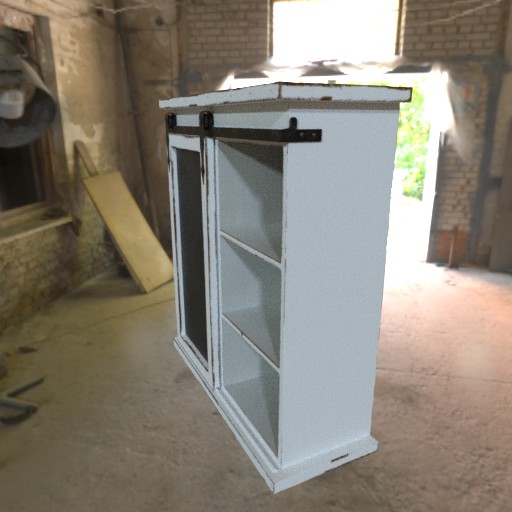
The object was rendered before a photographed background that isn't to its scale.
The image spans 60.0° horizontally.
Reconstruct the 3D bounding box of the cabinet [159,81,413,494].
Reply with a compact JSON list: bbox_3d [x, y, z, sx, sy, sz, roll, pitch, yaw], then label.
[{"bbox_3d":[0.000,0.000,0.881,0.210,0.603,0.541,-8,19,-25],"label":"cabinet"}]
